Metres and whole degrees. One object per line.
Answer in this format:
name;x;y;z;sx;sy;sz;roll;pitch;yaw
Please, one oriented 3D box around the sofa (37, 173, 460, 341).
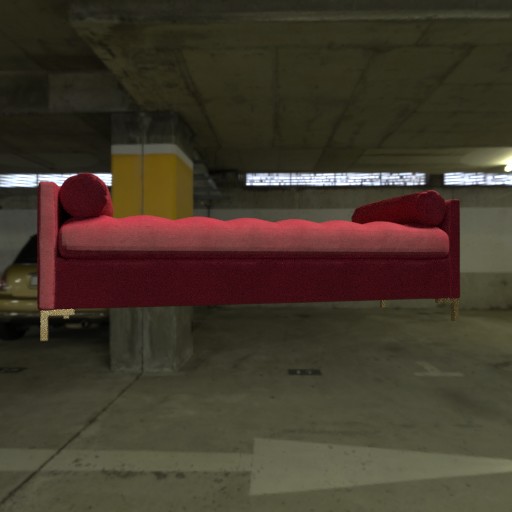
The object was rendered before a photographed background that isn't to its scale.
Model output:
sofa;0.000;0.000;2.454;2.102;0.705;0.796;0;0;-16
